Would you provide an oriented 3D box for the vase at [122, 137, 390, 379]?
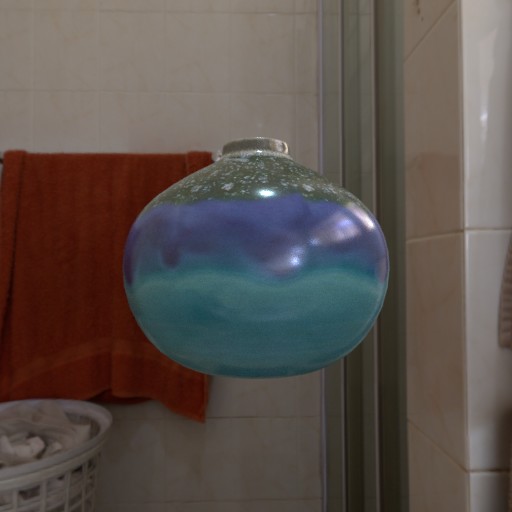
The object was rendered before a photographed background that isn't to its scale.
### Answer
[{"bbox_3d":[0.000,0.000,0.267,0.154,0.133,0.154,0,-1,0],"label":"vase"}]
